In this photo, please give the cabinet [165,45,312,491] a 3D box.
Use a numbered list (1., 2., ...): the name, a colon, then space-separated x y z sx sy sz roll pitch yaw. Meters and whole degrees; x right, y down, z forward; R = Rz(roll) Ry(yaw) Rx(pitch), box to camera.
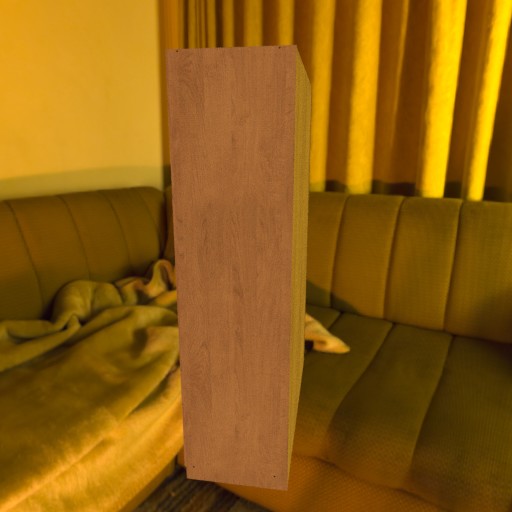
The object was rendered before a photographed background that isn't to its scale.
1. cabinet: 0.000 0.000 2.484 0.510 1.910 1.290 2 14 9
